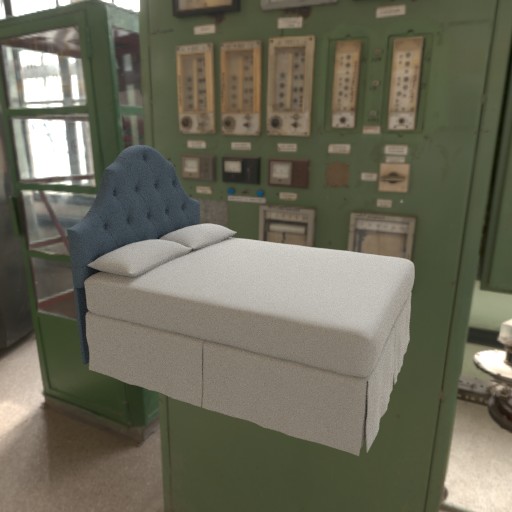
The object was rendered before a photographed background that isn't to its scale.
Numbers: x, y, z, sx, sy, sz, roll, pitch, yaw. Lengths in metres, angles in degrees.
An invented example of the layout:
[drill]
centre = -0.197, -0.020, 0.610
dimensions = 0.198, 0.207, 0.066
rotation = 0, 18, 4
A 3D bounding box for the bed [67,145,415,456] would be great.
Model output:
[bed]
centre = 0.000, 0.000, 3.301
dimensions = 2.155, 1.575, 1.636
rotation = 8, 18, 26
